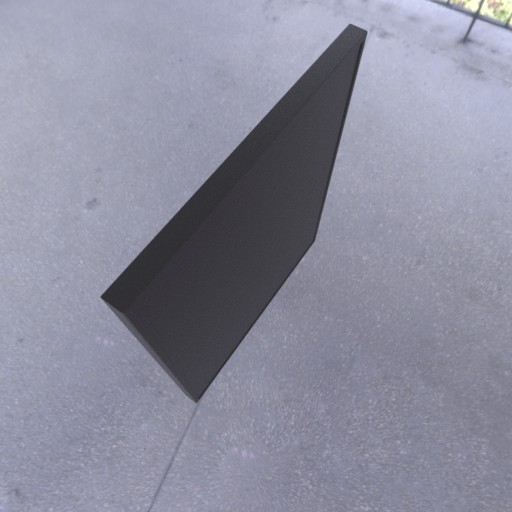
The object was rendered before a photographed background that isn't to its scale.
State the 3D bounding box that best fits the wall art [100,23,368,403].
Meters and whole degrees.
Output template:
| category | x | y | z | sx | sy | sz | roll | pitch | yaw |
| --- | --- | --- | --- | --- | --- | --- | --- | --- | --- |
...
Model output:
| category | x | y | z | sx | sy | sz | roll | pitch | yaw |
| --- | --- | --- | --- | --- | --- | --- | --- | --- | --- |
| wall art | 0.000 | 0.000 | 0.722 | 0.028 | 0.551 | 0.451 | 32 | 68 | 15 |
